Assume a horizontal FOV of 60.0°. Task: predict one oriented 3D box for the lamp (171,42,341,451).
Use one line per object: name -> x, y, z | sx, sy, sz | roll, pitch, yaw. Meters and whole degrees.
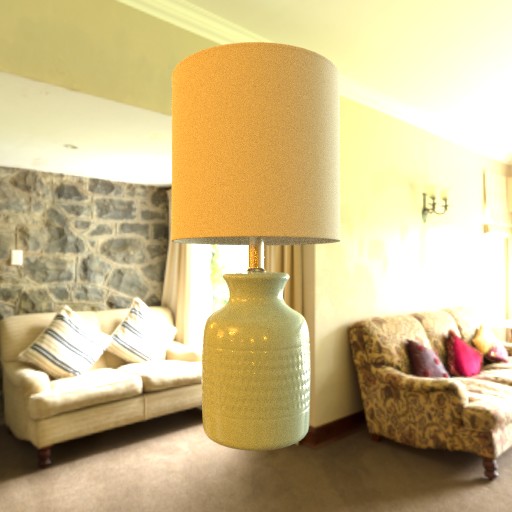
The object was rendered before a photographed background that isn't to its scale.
lamp -> 0.000, 0.000, 1.110 | 0.418, 0.871, 0.418 | 0, -1, -1
